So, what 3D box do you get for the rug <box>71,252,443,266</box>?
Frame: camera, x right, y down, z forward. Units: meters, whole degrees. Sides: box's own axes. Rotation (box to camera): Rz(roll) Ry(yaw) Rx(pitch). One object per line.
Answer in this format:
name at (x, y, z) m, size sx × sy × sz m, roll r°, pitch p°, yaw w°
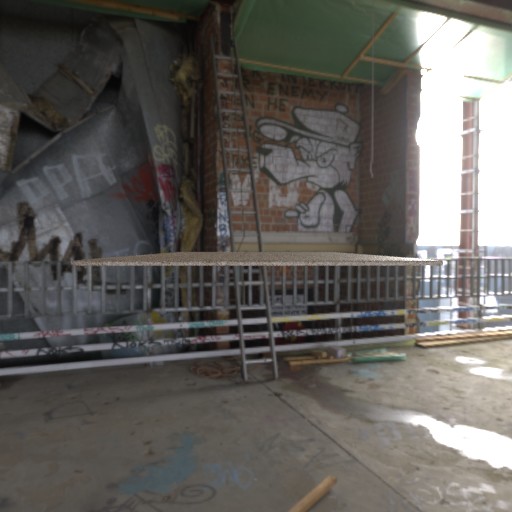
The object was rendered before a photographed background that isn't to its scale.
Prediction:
rug at (0.000, 0.000, 3.026) m, size 1.539 × 0.024 × 2.469 m, roll 0°, pitch 1°, yaw 0°
